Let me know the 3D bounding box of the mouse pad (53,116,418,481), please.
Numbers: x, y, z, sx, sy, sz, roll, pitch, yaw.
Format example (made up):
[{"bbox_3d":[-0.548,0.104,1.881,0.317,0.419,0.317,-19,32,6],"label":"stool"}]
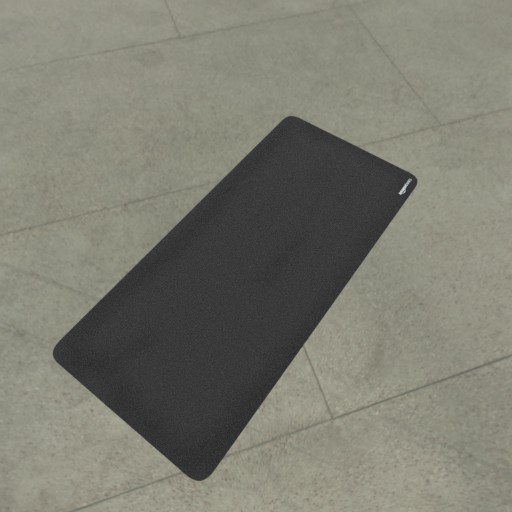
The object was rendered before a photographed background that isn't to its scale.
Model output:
[{"bbox_3d":[0.000,0.000,1.054,0.424,0.003,0.907,32,64,18],"label":"mouse pad"}]
